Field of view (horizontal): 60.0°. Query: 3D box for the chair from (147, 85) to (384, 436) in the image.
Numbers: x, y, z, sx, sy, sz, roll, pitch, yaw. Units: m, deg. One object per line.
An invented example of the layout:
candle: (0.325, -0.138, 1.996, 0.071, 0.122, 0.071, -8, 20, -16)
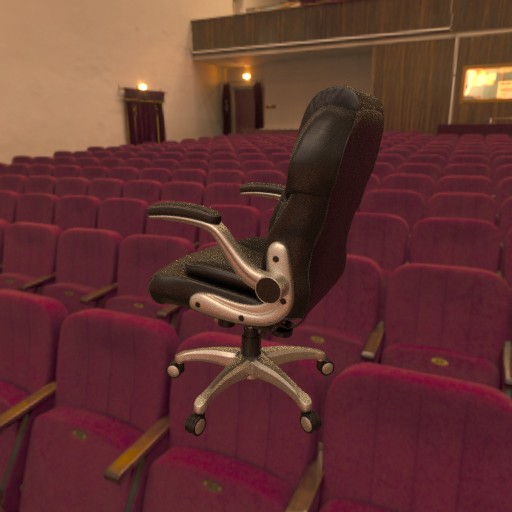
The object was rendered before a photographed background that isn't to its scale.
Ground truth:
chair: (0.000, 0.000, 1.653, 0.801, 1.141, 0.724, 7, 17, 24)
